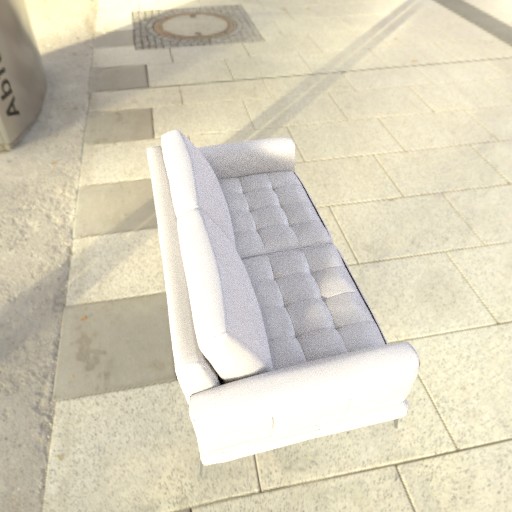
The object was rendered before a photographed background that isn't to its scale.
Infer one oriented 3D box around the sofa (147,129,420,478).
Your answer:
[{"bbox_3d":[0.000,0.000,2.756,1.121,0.930,2.177,-10,46,-10],"label":"sofa"}]
